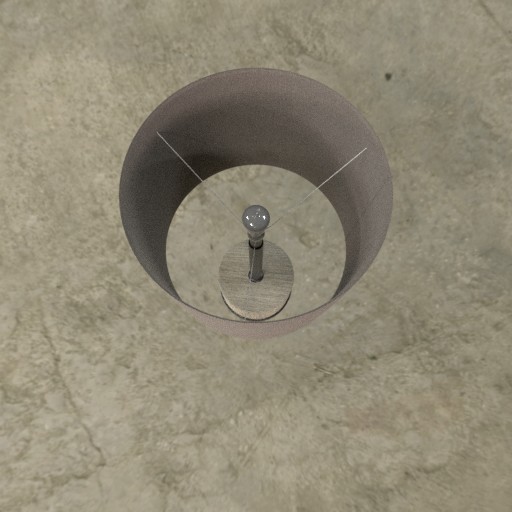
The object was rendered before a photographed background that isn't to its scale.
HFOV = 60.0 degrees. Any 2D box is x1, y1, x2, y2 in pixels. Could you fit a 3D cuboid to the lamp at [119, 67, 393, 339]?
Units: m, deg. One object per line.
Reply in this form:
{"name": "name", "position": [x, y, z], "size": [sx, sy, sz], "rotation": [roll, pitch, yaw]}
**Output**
{"name": "lamp", "position": [0.000, 0.000, 0.595], "size": [0.229, 0.470, 0.229], "rotation": [5, 76, 1]}
